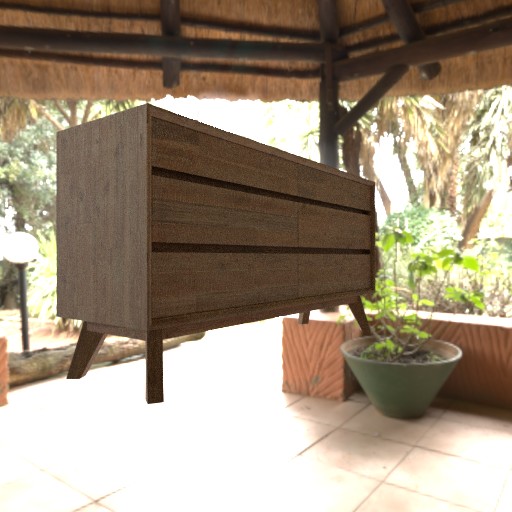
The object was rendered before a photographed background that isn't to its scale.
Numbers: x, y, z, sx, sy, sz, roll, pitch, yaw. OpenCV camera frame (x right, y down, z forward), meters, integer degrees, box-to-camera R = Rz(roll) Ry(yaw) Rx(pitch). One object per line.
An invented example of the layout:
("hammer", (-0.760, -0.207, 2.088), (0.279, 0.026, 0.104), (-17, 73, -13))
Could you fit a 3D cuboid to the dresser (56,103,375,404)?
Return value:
("dresser", (0.000, 0.000, 1.924), (0.455, 0.805, 1.554), (0, 0, 37))
